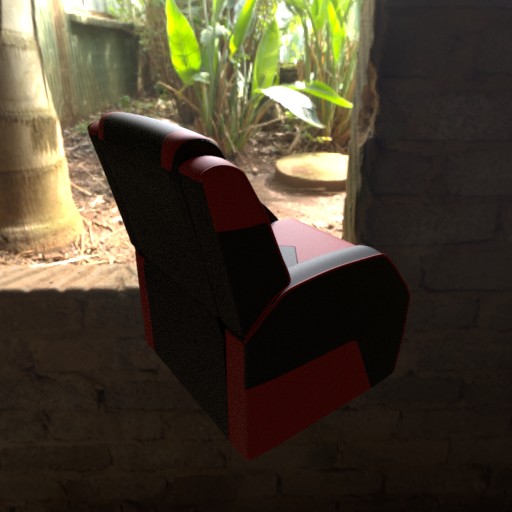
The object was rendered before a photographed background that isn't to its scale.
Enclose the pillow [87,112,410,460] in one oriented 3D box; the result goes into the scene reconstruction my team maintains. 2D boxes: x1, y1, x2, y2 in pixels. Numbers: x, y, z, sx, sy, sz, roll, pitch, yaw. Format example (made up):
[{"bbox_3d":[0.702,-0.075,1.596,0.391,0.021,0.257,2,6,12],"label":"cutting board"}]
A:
[{"bbox_3d":[0.000,0.000,1.271,0.672,0.805,0.620,-17,30,-32],"label":"pillow"}]
